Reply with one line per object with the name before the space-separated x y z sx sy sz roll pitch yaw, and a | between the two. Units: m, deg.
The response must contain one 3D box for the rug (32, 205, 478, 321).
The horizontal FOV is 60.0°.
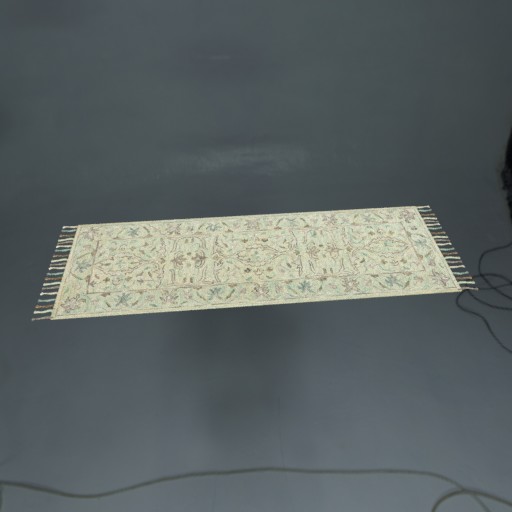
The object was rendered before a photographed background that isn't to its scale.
rug | 0.000 0.000 2.675 2.440 0.013 0.769 -4 45 -4
